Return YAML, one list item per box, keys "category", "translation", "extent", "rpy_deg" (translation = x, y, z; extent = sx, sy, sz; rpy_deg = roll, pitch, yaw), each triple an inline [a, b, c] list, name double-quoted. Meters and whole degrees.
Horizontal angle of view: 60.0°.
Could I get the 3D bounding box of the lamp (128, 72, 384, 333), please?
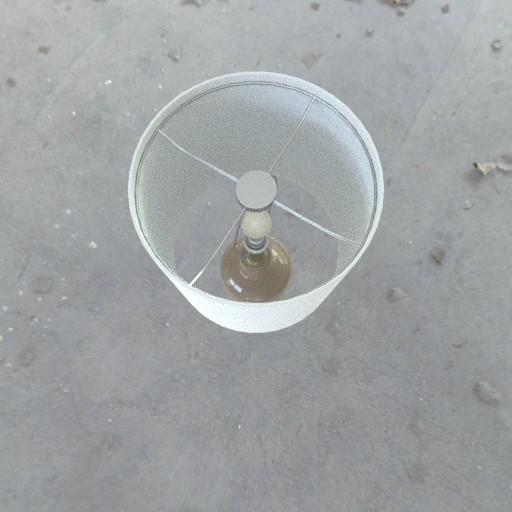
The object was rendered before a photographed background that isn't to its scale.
- category: "lamp"
  translation: [0.000, 0.000, 0.580]
  extent: [0.207, 0.461, 0.207]
  rpy_deg: [30, 77, 8]
